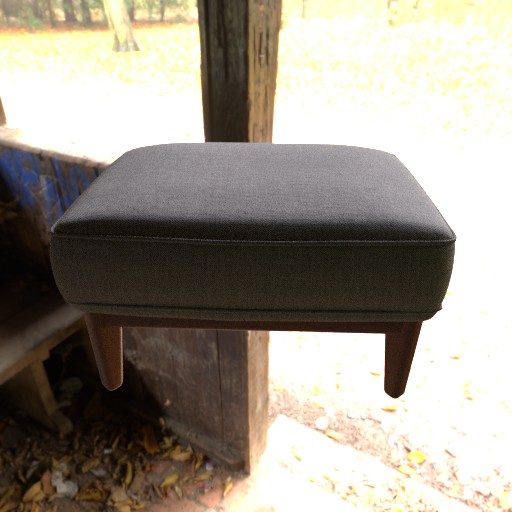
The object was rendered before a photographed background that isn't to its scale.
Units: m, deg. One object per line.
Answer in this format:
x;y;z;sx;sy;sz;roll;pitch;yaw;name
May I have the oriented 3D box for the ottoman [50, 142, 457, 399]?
0.000;0.000;1.074;0.750;0.458;0.555;1;31;2;ottoman
